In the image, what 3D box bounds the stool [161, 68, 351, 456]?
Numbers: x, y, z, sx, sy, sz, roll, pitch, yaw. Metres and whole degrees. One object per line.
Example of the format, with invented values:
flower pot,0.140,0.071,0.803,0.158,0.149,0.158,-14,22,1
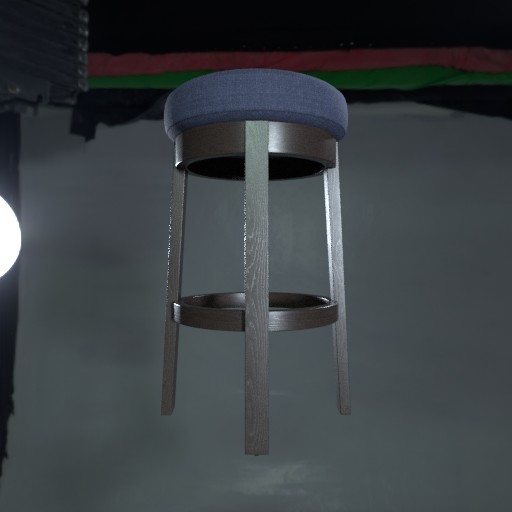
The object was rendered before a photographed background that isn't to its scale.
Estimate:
stool,0.000,0.000,1.058,0.446,0.758,0.446,0,1,0
